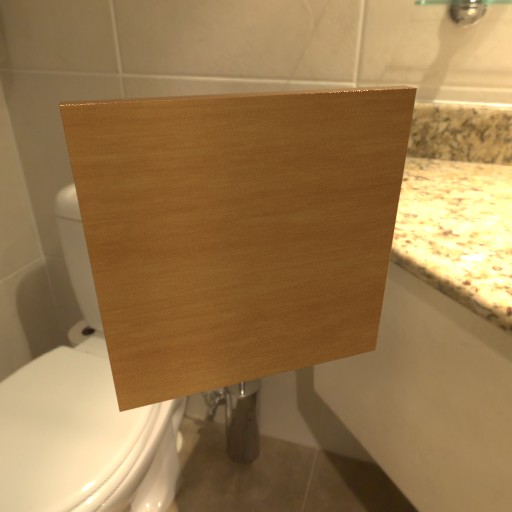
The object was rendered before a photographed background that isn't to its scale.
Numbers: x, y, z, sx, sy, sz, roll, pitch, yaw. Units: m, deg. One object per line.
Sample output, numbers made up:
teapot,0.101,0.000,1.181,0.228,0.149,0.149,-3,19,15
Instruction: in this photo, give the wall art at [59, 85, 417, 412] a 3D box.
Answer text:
wall art,0.000,0.000,0.436,0.302,0.302,0.019,-9,29,-17
